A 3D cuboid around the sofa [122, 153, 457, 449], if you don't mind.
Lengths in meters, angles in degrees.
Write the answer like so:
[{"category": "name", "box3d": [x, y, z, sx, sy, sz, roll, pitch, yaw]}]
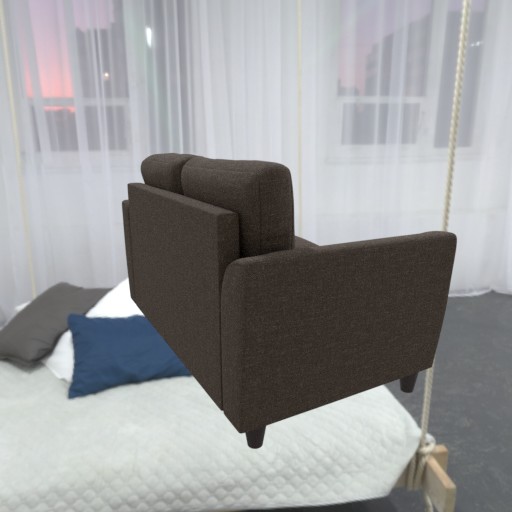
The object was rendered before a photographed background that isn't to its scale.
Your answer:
[{"category": "sofa", "box3d": [0.000, 0.000, 1.977, 0.851, 0.885, 1.423, -8, 17, -28]}]
